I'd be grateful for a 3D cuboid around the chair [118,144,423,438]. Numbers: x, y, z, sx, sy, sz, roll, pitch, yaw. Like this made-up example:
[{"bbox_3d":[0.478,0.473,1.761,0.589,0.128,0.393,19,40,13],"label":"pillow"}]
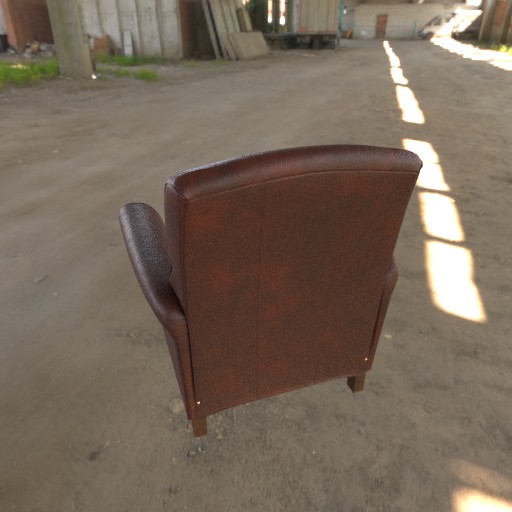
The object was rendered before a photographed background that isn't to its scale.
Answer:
[{"bbox_3d":[0.000,0.000,1.761,0.978,1.061,0.902,-10,30,-17],"label":"chair"}]
